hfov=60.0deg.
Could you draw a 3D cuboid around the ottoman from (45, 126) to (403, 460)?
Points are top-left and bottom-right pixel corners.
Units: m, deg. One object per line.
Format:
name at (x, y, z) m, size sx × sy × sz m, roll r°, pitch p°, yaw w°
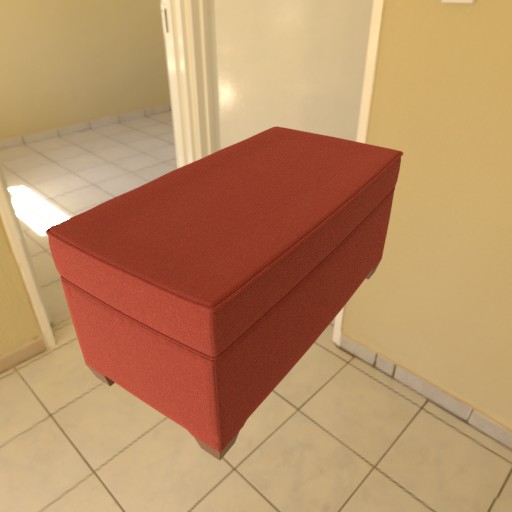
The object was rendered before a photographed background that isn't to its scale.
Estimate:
ottoman at (0.000, 0.000, 1.272) m, size 0.497 × 0.454 × 0.948 m, roll 21°, pitch 38°, yaw 29°
